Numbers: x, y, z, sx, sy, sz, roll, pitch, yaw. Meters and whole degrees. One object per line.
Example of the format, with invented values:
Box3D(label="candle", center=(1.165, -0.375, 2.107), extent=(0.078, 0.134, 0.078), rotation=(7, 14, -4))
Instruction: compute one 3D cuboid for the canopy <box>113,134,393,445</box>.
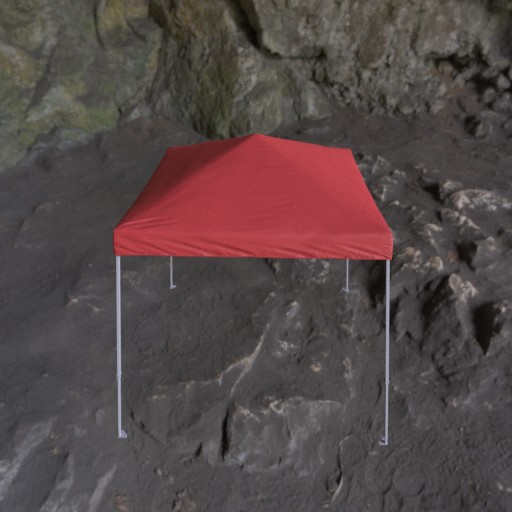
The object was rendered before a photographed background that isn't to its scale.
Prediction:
Box3D(label="canopy", center=(0.000, 0.000, 5.170), extent=(2.849, 2.849, 2.848), rotation=(1, 31, 2))
